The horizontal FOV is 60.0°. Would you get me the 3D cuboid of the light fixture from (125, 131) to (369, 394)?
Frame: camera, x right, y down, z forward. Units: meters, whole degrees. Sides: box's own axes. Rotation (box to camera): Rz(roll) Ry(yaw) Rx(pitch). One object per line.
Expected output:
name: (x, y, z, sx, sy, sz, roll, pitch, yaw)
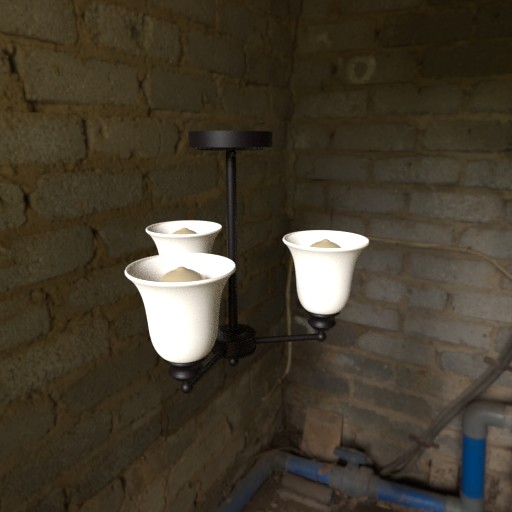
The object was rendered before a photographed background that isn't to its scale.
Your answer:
light fixture: (0.000, 0.000, 0.685, 0.354, 0.370, 0.388, -2, 15, -8)
